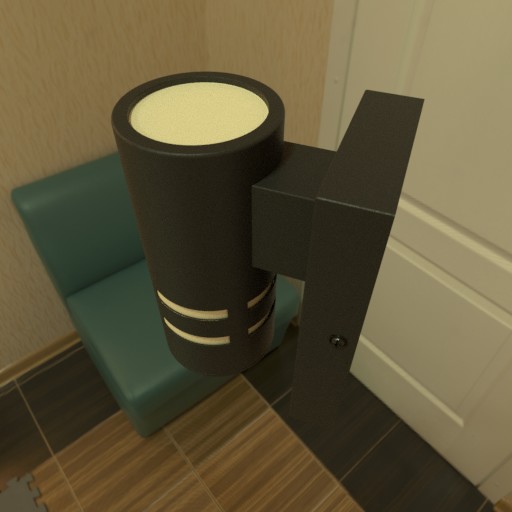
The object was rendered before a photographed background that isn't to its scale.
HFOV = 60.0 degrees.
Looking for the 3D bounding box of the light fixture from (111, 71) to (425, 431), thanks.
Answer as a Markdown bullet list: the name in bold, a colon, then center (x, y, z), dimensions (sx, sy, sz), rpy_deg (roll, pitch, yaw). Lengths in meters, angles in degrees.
- **light fixture**: center (0.000, 0.000, 0.263), dimensions (0.138, 0.179, 0.098), rpy_deg (15, 48, 15)
